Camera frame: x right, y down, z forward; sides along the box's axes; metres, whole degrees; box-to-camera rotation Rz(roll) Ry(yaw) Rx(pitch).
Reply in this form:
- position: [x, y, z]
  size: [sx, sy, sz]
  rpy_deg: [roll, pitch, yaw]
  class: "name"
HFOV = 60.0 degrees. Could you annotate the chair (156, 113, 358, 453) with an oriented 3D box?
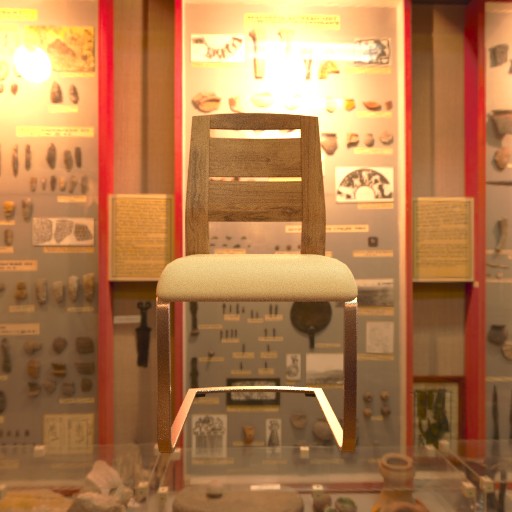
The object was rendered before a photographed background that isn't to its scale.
- position: [0.000, 0.000, 1.257]
  size: [0.457, 0.955, 0.561]
  rpy_deg: [0, 0, -1]
  class: "chair"
